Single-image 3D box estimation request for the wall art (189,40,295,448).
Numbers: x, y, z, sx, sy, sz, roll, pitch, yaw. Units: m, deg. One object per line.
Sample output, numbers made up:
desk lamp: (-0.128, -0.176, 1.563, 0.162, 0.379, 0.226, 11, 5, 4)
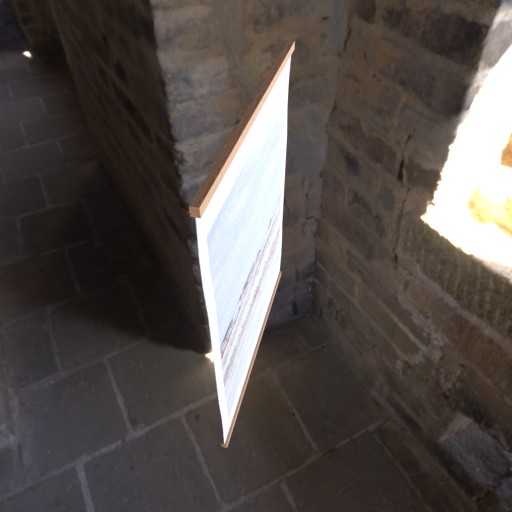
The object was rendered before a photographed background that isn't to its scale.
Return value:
wall art: (0.000, 0.000, 0.694, 0.010, 0.507, 0.404, 11, 46, 11)
